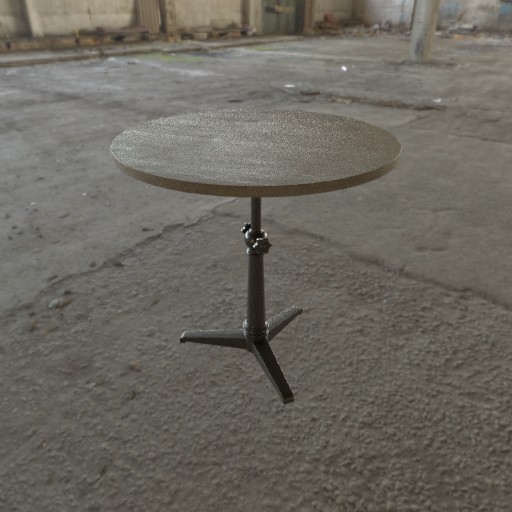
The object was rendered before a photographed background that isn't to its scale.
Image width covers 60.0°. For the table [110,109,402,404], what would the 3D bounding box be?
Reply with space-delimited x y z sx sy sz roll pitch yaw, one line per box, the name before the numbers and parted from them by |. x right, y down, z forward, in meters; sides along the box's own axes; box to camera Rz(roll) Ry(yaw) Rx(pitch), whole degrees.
table | 0.000 0.000 1.457 0.800 0.780 0.800 0 29 0
